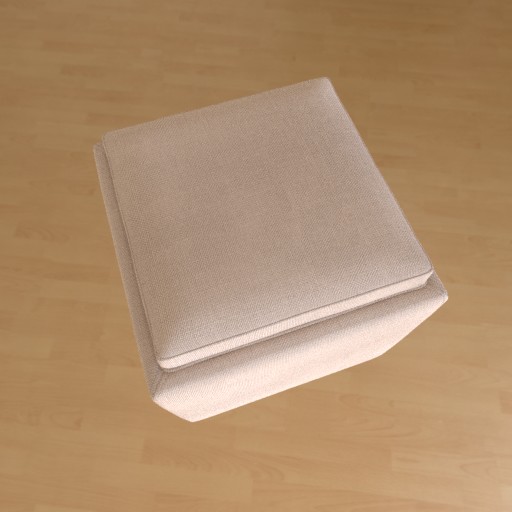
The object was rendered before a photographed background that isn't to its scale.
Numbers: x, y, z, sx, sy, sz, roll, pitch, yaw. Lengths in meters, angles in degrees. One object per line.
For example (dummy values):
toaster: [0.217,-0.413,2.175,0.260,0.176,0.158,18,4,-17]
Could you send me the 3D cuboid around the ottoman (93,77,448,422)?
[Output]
ottoman: [0.000,0.000,0.824,0.451,0.460,0.450,-17,66,-8]
